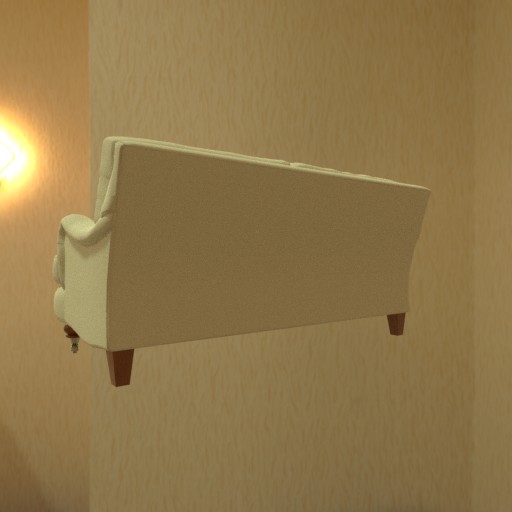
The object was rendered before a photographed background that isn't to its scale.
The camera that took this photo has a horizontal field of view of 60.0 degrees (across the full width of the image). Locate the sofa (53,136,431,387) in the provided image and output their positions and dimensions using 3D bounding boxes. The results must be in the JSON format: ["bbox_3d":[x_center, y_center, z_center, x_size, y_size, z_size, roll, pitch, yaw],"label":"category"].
[{"bbox_3d":[0.000,0.000,2.731,2.159,1.087,1.086,0,0,-37],"label":"sofa"}]
